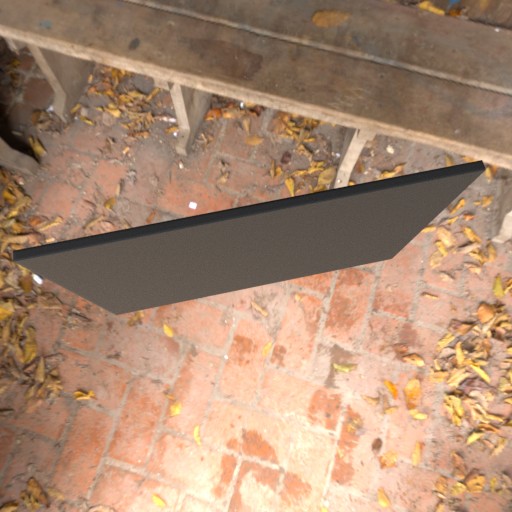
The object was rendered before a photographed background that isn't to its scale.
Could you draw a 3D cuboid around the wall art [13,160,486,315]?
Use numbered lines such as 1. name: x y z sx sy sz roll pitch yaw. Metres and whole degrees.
1. wall art: 0.000 0.000 1.198 0.958 0.656 0.026 -11 74 -3
